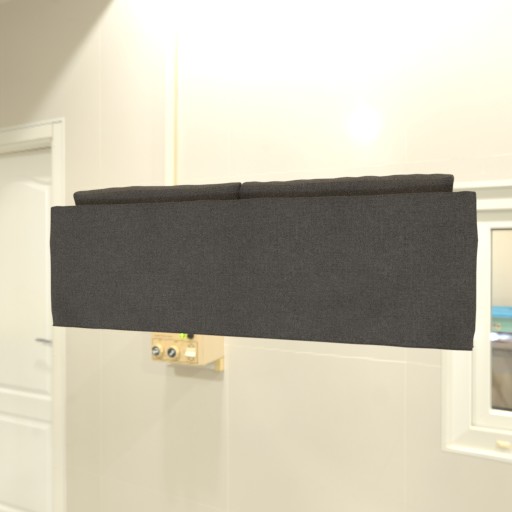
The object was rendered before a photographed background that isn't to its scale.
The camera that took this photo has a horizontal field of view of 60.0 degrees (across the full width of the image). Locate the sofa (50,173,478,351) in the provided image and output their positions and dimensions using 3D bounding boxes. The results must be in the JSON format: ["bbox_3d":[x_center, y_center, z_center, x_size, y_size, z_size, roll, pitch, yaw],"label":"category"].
[{"bbox_3d":[0.000,0.000,3.210,2.779,0.998,1.036,0,1,17],"label":"sofa"}]
